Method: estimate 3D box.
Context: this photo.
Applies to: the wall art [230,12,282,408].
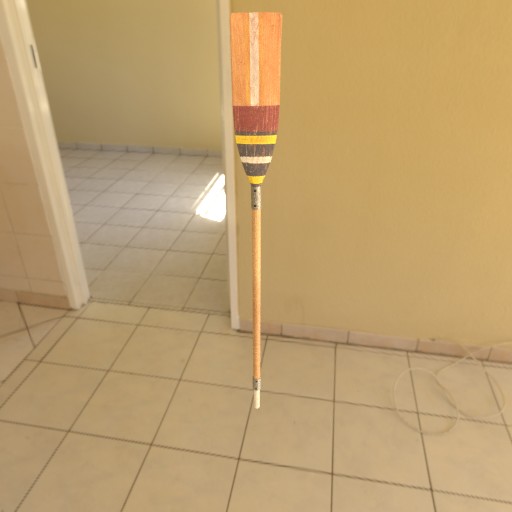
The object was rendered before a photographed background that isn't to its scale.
[{"bbox_3d":[0.000,0.000,1.615,0.146,1.556,0.038,0,29,0],"label":"wall art"}]
